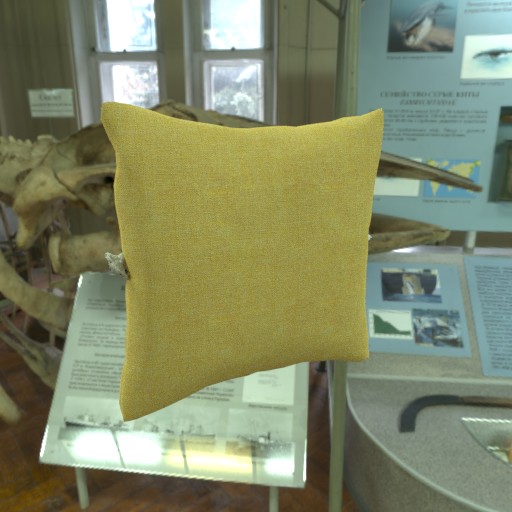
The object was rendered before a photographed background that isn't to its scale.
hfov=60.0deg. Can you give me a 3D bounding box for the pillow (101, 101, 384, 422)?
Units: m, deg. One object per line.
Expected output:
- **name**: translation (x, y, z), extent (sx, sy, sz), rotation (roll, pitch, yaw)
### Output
- **pillow**: translation (0.000, 0.000, 0.748), extent (0.485, 0.481, 0.167), rotation (-7, 17, -24)
